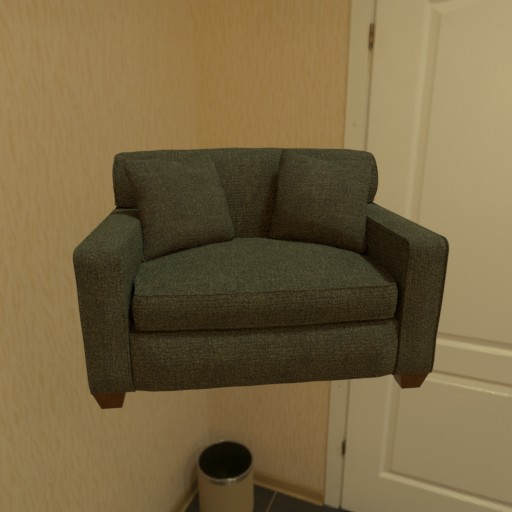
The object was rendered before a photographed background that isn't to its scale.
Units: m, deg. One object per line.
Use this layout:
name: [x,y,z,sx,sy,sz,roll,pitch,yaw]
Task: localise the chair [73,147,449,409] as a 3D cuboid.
chair: [0.000,0.000,2.066,1.383,0.948,1.000,-2,17,-6]
